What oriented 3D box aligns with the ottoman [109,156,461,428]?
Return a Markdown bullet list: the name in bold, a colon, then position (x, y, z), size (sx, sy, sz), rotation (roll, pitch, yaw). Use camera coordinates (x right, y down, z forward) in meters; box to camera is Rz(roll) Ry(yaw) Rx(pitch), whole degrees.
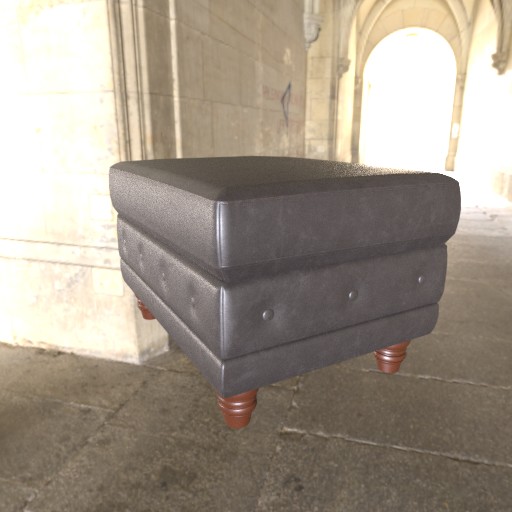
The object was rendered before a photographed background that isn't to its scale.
- **ottoman**: position (0.000, 0.000, 1.190), size (0.590, 0.498, 0.795), rotation (-9, 18, -28)
